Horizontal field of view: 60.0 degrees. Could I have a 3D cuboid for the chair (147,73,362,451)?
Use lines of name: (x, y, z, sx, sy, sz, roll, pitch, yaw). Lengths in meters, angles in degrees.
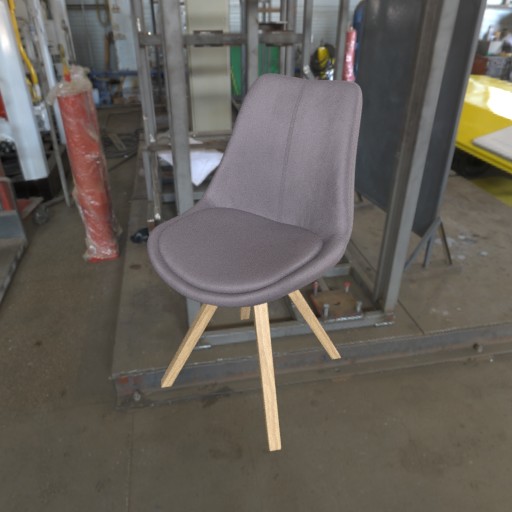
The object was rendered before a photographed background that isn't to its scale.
chair: (0.000, 0.000, 1.227, 0.483, 0.865, 0.547, 19, 36, 29)
